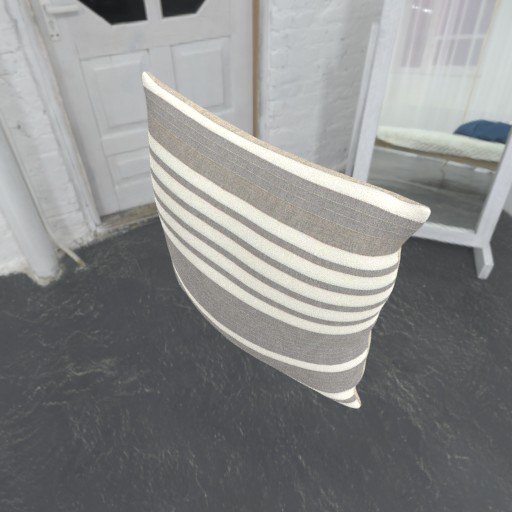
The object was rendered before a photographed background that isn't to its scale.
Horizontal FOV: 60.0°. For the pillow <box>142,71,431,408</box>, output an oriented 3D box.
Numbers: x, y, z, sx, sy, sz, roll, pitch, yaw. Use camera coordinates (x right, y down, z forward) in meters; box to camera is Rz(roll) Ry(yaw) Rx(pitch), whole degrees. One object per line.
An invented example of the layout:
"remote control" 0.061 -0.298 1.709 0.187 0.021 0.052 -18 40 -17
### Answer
"pillow" 0.000 0.000 0.666 0.439 0.440 0.182 33 55 27
